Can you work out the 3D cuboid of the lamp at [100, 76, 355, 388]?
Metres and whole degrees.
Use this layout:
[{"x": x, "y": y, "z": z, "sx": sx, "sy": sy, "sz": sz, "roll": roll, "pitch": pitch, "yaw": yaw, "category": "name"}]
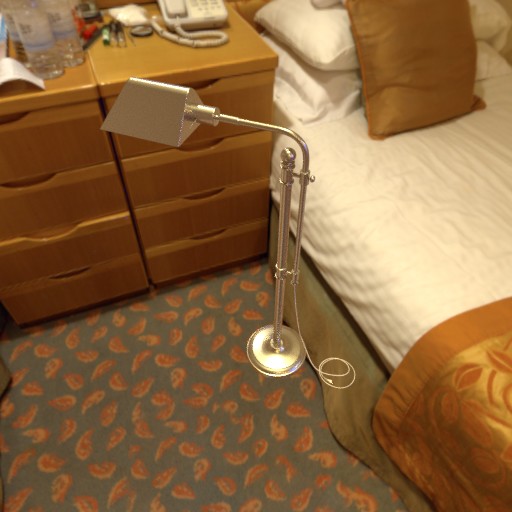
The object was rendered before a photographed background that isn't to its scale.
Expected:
[{"x": 0.000, "y": 0.000, "z": 0.955, "sx": 0.546, "sy": 0.708, "sz": 0.159, "roll": 17, "pitch": 49, "yaw": 15, "category": "lamp"}]
